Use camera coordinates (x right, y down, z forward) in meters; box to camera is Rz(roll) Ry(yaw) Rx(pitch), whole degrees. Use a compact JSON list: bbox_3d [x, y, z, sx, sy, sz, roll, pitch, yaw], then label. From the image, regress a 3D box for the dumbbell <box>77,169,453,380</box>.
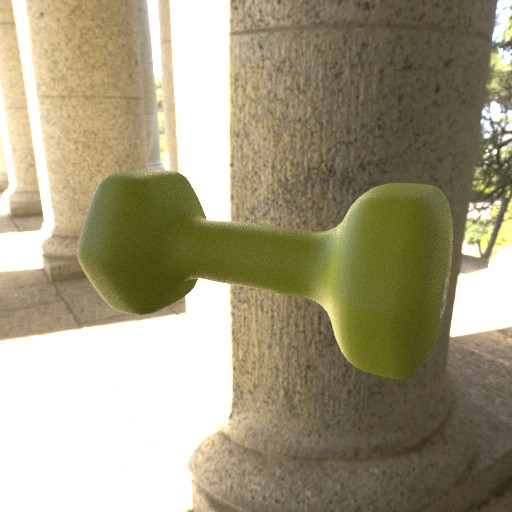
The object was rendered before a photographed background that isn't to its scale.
[{"bbox_3d":[0.000,0.000,0.204,0.164,0.072,0.080,9,19,27],"label":"dumbbell"}]
